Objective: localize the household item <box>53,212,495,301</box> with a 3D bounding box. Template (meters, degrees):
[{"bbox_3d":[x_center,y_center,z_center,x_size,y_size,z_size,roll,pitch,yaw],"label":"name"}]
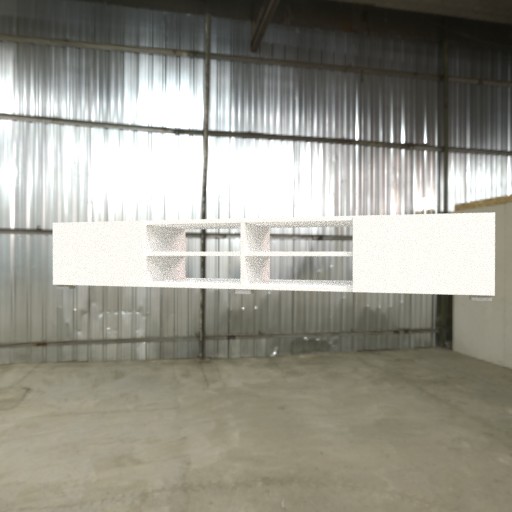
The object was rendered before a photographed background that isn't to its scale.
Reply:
[{"bbox_3d":[0.000,0.000,1.996,1.850,0.310,0.420,0,0,17],"label":"household item"}]
